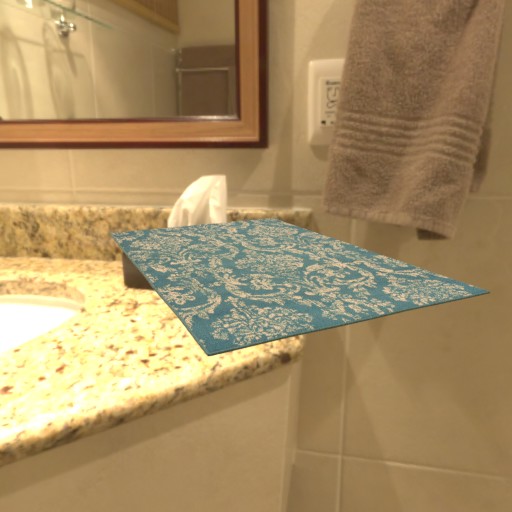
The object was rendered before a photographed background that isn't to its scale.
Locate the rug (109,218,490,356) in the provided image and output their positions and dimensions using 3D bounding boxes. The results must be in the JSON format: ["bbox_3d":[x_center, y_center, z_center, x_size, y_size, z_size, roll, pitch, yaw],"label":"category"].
[{"bbox_3d":[0.000,0.000,2.325,1.211,0.012,1.833,-7,17,-25],"label":"rug"}]
